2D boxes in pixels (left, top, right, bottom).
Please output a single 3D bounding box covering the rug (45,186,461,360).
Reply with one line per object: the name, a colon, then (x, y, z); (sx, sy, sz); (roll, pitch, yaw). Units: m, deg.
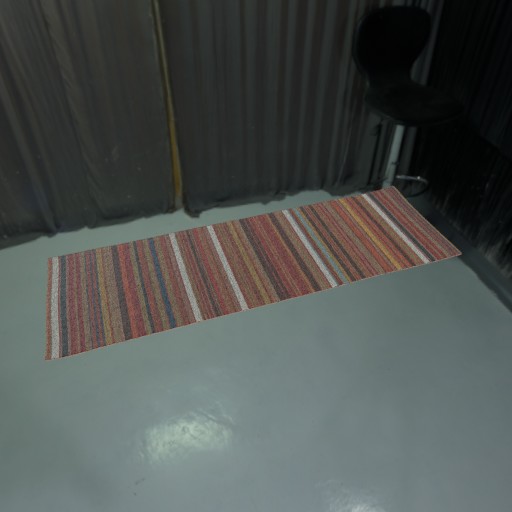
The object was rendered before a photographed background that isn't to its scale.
rug: (0.000, 0.000, 2.734); (2.444, 0.030, 0.799); (-13, 43, -14)
